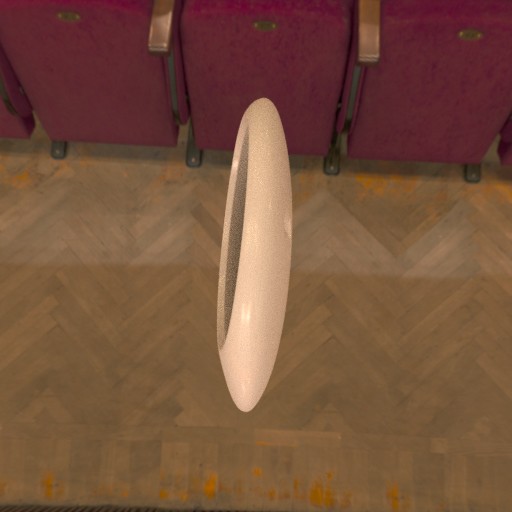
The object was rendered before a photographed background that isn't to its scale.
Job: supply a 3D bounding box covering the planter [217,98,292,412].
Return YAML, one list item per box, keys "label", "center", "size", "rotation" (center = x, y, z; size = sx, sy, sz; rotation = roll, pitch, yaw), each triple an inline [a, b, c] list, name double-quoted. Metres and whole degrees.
- label: "planter"
  center: [0.000, 0.000, 0.278]
  size: [0.043, 0.188, 0.185]
  rotation: [4, 75, 1]
